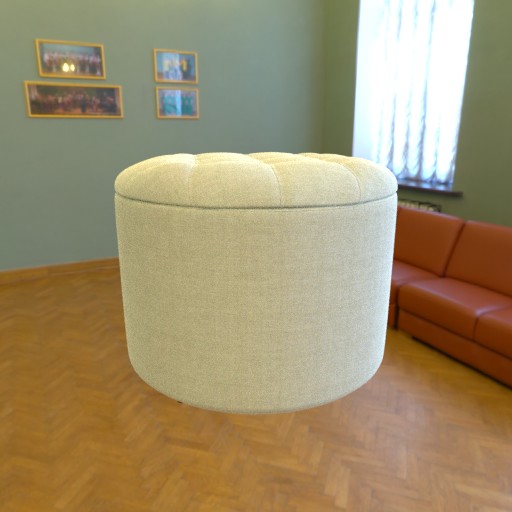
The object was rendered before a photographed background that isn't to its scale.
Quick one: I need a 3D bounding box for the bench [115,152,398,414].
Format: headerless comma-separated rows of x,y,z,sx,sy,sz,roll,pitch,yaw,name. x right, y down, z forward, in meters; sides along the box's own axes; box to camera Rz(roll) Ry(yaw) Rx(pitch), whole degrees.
0.000,0.000,1.020,0.600,0.453,0.600,0,16,0,bench
